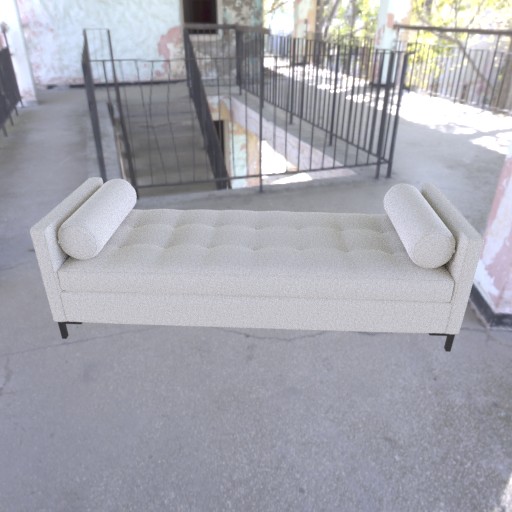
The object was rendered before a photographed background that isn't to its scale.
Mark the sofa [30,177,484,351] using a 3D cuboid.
[{"bbox_3d":[0.000,0.000,2.366,1.985,0.641,0.746,1,29,3],"label":"sofa"}]
